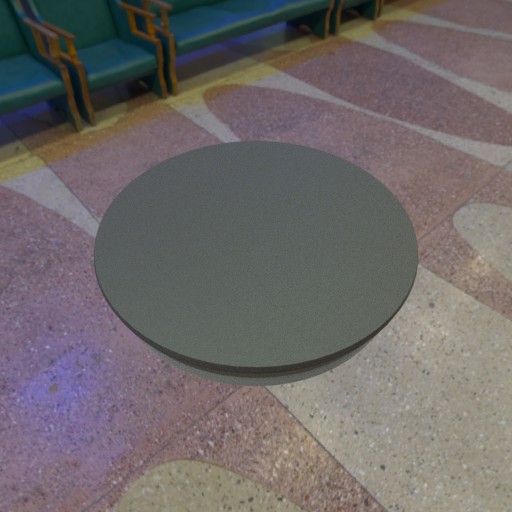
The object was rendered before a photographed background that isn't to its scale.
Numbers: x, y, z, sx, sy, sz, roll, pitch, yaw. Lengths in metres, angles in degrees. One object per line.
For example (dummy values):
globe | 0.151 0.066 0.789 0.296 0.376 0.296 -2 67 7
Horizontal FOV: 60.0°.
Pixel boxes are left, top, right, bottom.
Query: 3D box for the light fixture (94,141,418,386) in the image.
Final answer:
light fixture | 0.000 0.000 0.551 0.368 0.100 0.368 0 46 0
